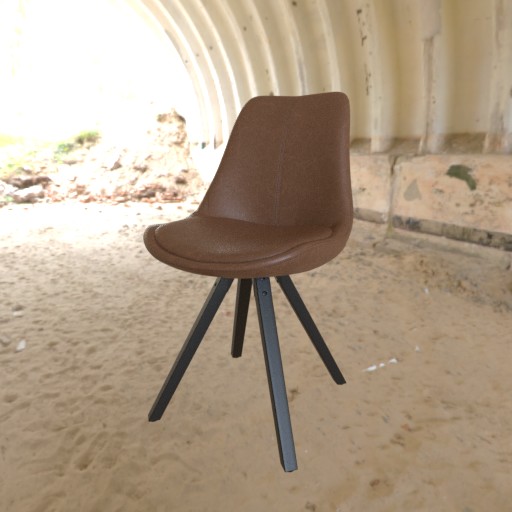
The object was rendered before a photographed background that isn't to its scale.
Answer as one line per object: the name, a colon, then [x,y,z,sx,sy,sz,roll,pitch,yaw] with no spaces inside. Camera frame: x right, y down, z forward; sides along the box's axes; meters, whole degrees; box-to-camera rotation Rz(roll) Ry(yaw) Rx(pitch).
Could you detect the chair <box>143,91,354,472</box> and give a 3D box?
chair: [0.000,0.000,1.166,0.475,0.850,0.550,8,16,27]
